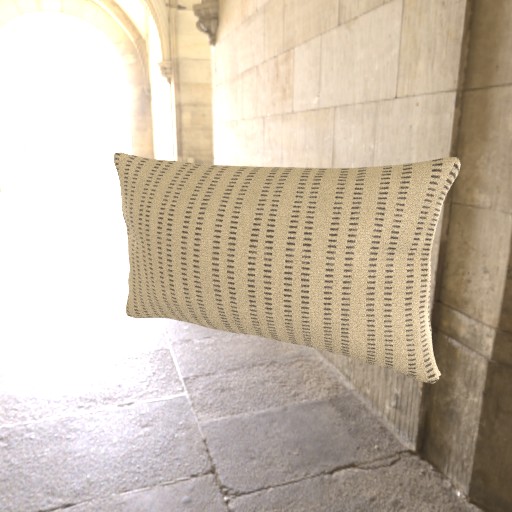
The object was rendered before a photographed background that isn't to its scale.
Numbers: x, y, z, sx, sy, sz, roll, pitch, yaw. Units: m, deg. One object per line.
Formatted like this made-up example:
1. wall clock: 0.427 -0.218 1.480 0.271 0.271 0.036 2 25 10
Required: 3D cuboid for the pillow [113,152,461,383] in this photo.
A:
1. pillow: 0.000 0.000 0.786 0.640 0.353 0.210 7 16 25
